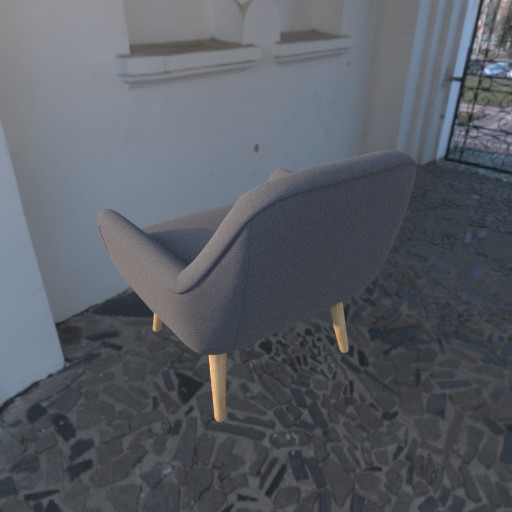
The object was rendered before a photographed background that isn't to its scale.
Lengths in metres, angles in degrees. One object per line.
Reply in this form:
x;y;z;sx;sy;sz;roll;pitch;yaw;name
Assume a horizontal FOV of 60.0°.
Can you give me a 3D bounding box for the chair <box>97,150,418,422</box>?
0.000;0.000;1.415;0.770;0.800;0.779;-19;34;-31;chair
